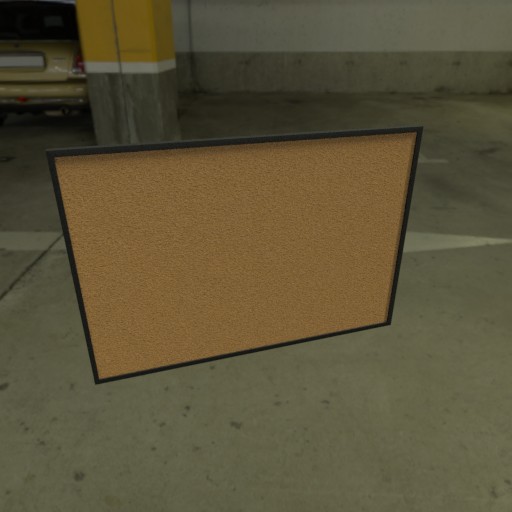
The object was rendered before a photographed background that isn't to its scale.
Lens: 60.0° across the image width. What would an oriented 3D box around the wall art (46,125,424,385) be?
[{"bbox_3d":[0.000,0.000,0.861,0.664,0.458,0.013,-8,28,-16],"label":"wall art"}]
